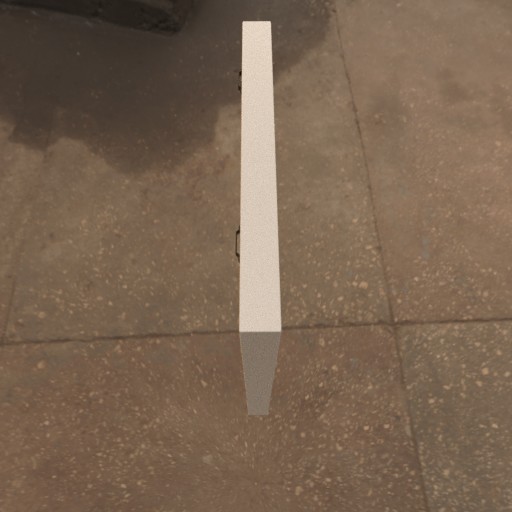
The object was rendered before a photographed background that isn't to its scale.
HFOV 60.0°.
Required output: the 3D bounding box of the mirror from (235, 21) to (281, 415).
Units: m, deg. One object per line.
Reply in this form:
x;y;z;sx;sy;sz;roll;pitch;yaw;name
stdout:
0.000;0.000;0.694;0.041;0.509;0.406;0;63;0;mirror
